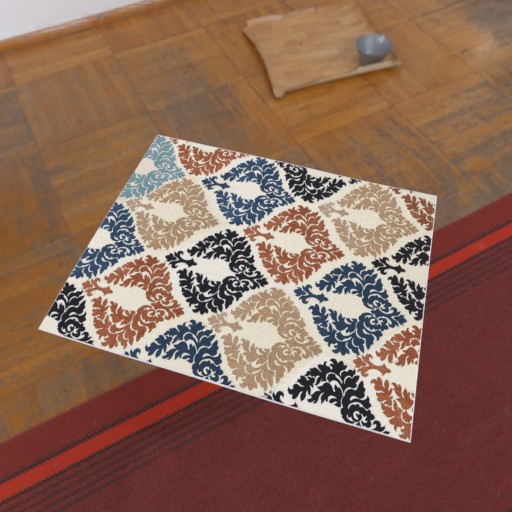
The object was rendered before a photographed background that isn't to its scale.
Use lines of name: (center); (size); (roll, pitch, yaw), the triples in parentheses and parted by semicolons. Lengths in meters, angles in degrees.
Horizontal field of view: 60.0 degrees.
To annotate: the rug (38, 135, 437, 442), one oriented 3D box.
rug: (0.000, 0.000, 4.034); (3.040, 0.014, 2.423); (14, 58, 9)
